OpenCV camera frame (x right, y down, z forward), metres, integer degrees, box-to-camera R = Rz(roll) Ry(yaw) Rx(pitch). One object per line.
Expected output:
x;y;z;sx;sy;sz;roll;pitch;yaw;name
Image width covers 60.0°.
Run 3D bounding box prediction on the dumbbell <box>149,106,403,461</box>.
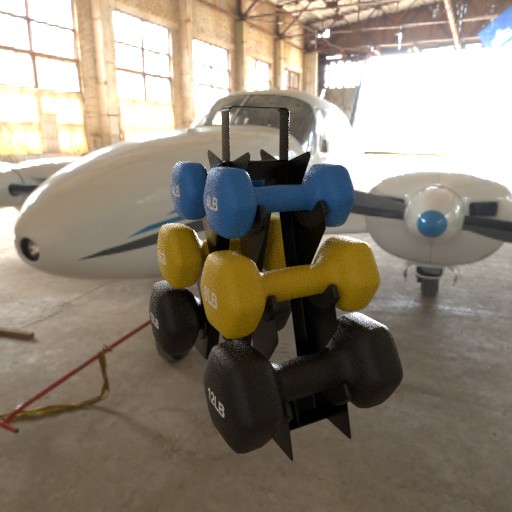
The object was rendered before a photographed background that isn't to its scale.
0.000;0.000;0.668;0.255;0.426;0.409;-8;17;-26;dumbbell
